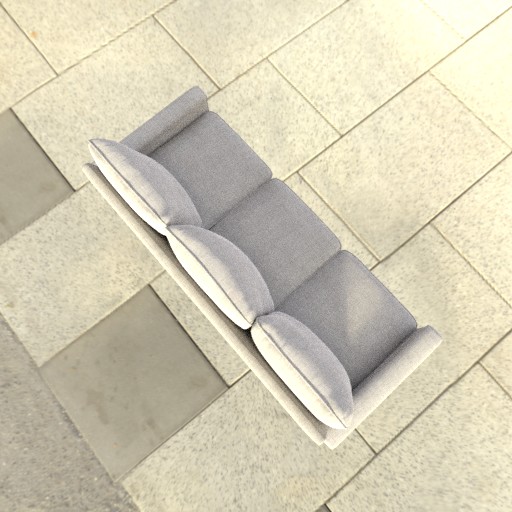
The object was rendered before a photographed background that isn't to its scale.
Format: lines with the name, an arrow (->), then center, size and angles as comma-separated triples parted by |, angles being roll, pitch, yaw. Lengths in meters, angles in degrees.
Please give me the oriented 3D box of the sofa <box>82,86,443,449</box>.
sofa -> 0.000, 0.000, 2.431 | 0.828, 0.959, 1.925 | -41, 80, -9
